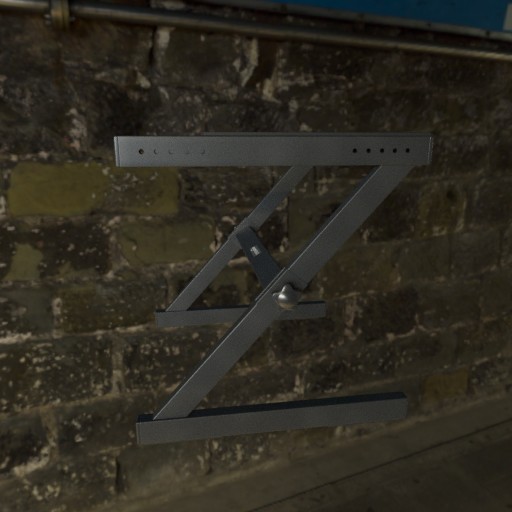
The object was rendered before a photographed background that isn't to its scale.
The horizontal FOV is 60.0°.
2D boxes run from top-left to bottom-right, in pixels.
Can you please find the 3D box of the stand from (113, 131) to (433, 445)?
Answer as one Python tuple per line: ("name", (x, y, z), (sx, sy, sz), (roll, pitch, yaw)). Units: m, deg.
("stand", (0.000, 0.000, 1.165), (0.586, 0.617, 0.700), (-2, 15, -8))
